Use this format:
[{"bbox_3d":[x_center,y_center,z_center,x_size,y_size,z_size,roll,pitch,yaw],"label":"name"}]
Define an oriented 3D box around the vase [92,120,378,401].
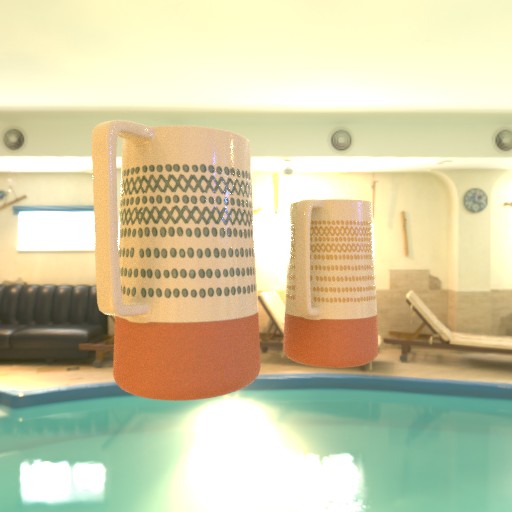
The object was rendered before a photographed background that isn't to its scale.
[{"bbox_3d":[0.000,0.000,0.473,0.326,0.247,0.168,0,1,-19],"label":"vase"}]
